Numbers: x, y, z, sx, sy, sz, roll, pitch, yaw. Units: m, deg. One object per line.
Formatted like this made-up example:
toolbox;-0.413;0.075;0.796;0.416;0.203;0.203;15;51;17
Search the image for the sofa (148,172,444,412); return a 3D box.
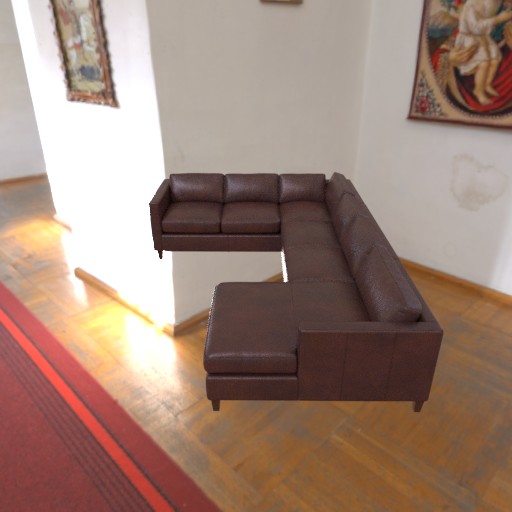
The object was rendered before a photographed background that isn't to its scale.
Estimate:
sofa;0.000;0.000;4.458;2.452;0.891;3.324;0;27;0
